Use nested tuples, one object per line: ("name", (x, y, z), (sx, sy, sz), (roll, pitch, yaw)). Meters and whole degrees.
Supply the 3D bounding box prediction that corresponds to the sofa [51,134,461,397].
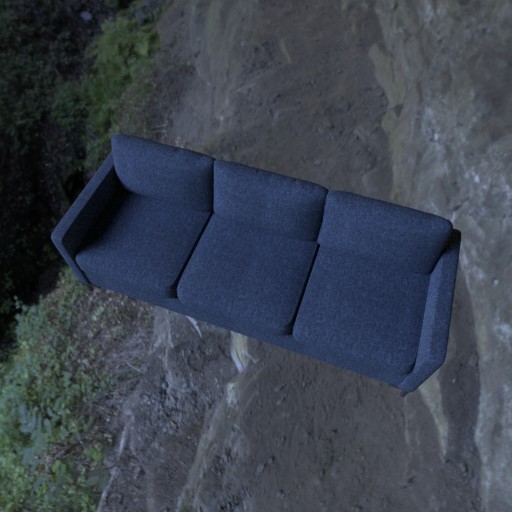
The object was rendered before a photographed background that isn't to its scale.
("sofa", (0.000, 0.000, 2.709), (2.218, 0.874, 0.859), (17, 59, 10))
